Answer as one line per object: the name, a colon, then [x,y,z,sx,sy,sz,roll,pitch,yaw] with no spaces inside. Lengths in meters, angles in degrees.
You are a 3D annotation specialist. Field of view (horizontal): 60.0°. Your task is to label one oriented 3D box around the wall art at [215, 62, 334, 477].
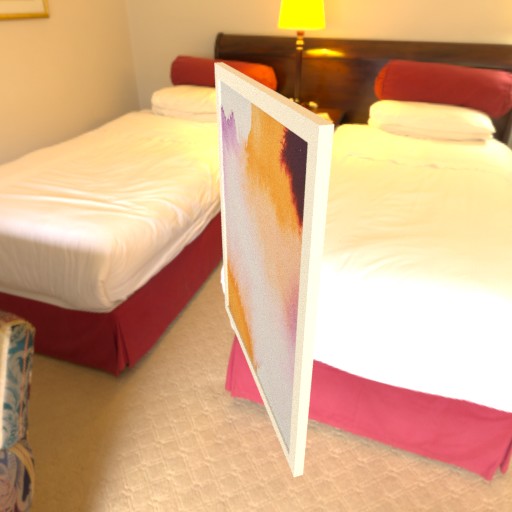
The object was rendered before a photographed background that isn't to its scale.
wall art: [0.000,0.000,0.623,0.013,0.456,0.382,-9,32,-15]
